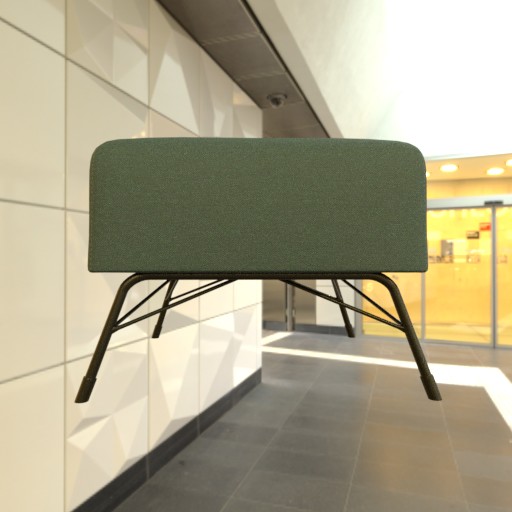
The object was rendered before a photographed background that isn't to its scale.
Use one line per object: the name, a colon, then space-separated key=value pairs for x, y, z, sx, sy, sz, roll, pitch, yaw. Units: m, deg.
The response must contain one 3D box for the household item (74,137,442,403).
household item: x=0.000 y=0.000 z=0.897 sx=0.530 sy=0.420 sz=0.530 roll=0 pitch=0 yaw=-1
